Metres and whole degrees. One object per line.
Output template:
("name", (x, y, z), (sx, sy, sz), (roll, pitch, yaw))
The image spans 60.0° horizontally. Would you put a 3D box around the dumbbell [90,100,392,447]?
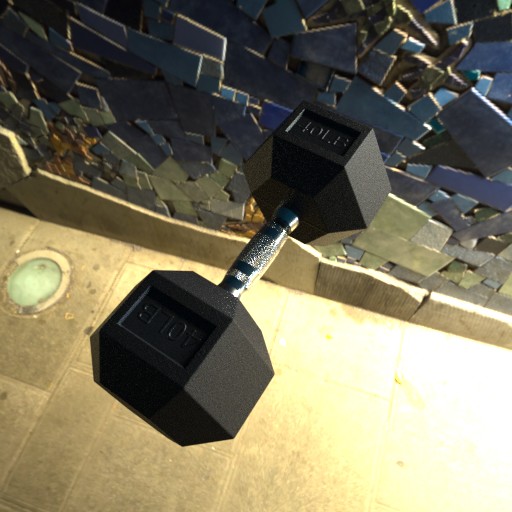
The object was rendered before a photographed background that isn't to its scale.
("dumbbell", (0.000, 0.000, 0.443), (0.157, 0.137, 0.361), (29, 63, 17))
